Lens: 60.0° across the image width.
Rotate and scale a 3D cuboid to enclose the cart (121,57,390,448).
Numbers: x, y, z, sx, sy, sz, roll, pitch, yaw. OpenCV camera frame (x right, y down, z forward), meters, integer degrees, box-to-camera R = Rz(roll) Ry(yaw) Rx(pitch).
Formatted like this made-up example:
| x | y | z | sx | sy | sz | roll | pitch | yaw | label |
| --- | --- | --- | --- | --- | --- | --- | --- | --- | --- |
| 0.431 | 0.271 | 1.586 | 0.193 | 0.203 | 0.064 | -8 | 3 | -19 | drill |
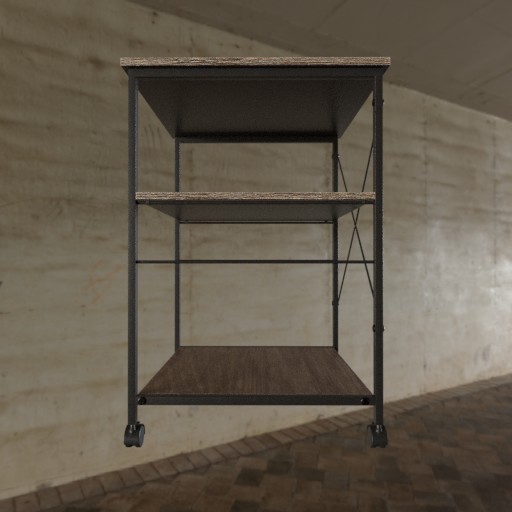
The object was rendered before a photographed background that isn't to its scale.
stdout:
| x | y | z | sx | sy | sz | roll | pitch | yaw | label |
| --- | --- | --- | --- | --- | --- | --- | --- | --- | --- |
| 0.000 | 0.000 | 1.112 | 0.520 | 0.762 | 0.521 | 0 | 0 | 0 | cart |
